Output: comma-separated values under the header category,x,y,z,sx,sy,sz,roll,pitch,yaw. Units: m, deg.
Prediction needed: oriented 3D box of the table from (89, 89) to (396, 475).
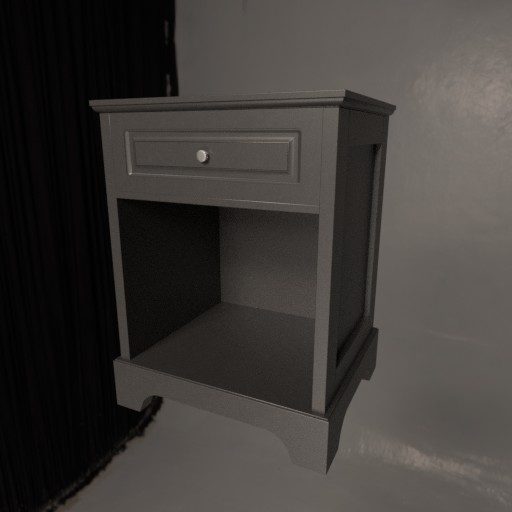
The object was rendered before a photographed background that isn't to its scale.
category,x,y,z,sx,sy,sz,roll,pitch,yaw
table,0.000,0.000,0.934,0.460,0.610,0.399,7,17,25
